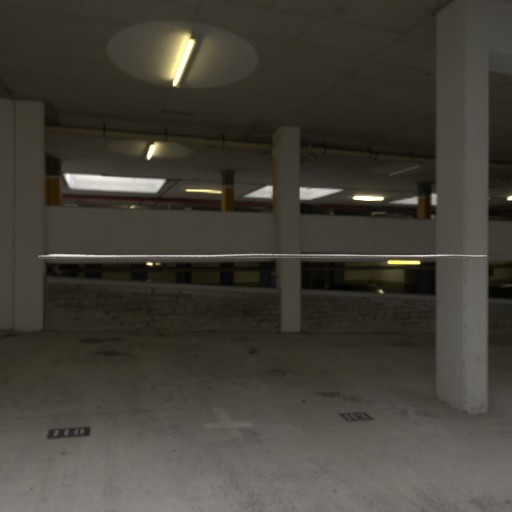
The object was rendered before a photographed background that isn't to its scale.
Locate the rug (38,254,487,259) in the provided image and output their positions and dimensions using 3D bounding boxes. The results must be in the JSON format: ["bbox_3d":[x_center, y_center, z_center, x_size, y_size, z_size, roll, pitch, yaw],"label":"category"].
[{"bbox_3d":[0.000,0.000,1.040,0.869,0.008,0.511,0,0,-19],"label":"rug"}]
